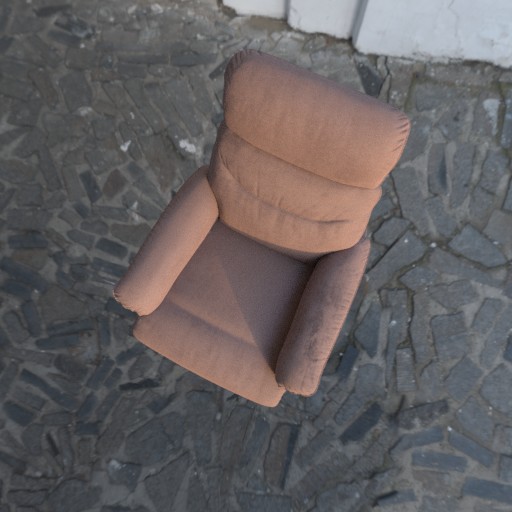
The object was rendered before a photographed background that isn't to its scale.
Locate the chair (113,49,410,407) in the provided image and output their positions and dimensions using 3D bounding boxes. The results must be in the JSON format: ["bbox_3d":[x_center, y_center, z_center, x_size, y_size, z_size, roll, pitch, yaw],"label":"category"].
[{"bbox_3d":[0.000,0.000,1.727,0.820,1.037,1.004,25,76,7],"label":"chair"}]
